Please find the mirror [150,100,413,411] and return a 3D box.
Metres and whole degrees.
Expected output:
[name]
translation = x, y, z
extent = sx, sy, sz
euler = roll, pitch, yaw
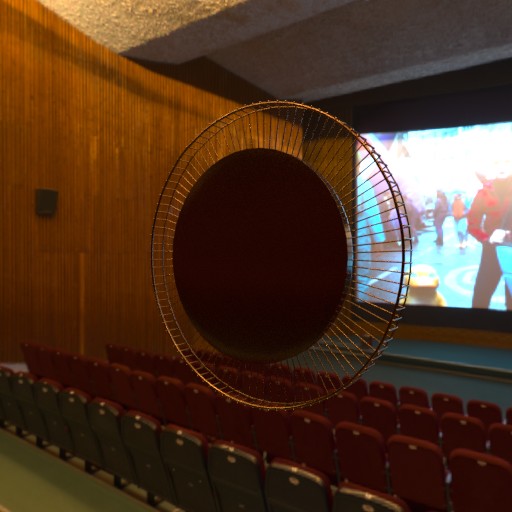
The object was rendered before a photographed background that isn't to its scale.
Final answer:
[mirror]
translation = 0.000, 0.000, 1.033
extent = 0.703, 0.703, 0.067
euler = 0, 0, 36
